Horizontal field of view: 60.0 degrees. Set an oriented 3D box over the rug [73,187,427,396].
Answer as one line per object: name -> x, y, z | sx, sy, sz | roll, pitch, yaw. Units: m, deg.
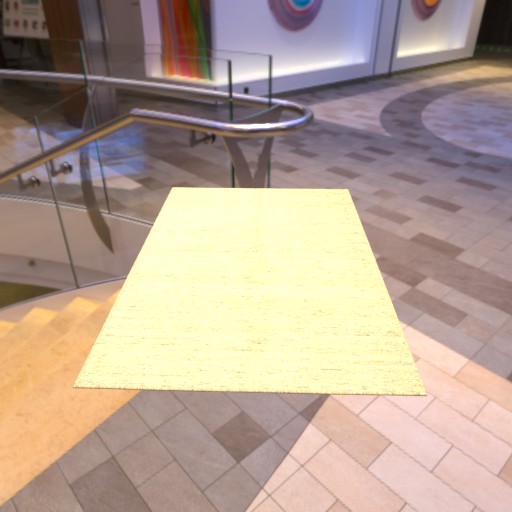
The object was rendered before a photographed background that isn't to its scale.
rug -> 0.000, 0.000, 2.349 | 1.250, 0.015, 1.850 | 1, 31, 1
